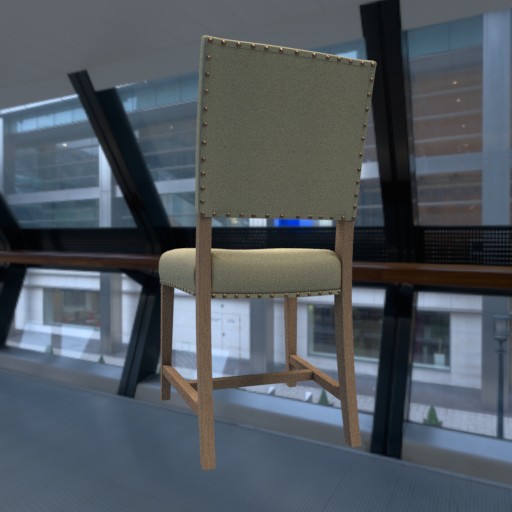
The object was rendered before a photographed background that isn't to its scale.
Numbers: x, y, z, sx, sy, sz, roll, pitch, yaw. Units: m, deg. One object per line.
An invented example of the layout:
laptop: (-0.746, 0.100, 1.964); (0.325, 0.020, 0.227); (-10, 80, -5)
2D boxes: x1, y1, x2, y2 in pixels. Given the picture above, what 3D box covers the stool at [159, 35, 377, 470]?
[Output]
stool: (0.000, 0.000, 1.315); (0.508, 0.986, 0.623); (0, 1, -18)
